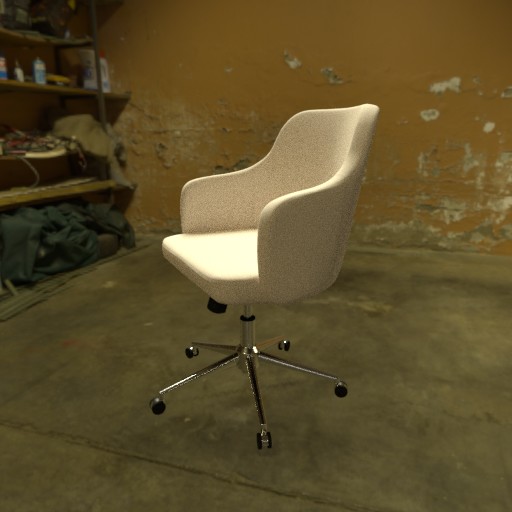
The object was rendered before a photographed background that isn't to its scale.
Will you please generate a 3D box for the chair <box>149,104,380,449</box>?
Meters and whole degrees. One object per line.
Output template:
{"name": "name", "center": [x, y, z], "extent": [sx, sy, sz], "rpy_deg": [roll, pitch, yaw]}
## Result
{"name": "chair", "center": [0.000, 0.000, 1.259], "extent": [0.647, 0.819, 0.602], "rpy_deg": [-7, 16, -26]}
